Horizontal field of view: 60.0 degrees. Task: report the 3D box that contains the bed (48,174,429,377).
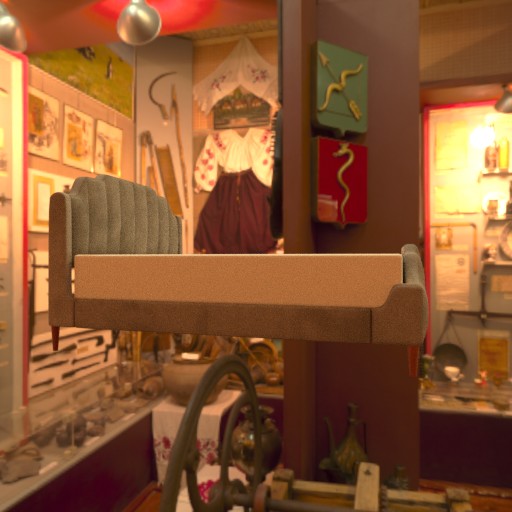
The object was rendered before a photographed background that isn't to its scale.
[{"bbox_3d":[0.000,0.000,3.358,2.340,1.245,1.676,0,0,17],"label":"bed"}]
